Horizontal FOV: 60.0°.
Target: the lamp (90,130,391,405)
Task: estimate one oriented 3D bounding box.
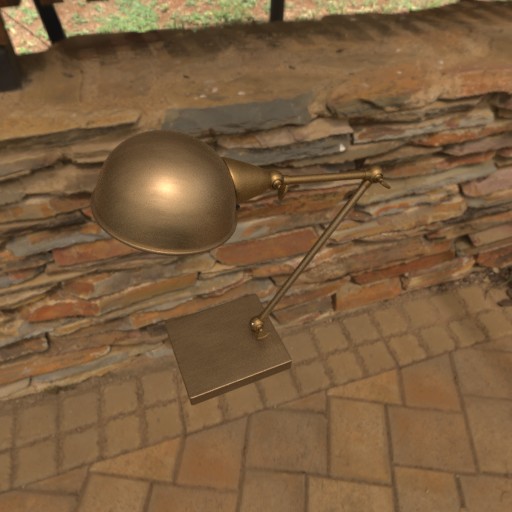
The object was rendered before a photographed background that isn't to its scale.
[{"bbox_3d":[0.000,0.000,0.557,0.339,0.371,0.149,-17,48,-16],"label":"lamp"}]
